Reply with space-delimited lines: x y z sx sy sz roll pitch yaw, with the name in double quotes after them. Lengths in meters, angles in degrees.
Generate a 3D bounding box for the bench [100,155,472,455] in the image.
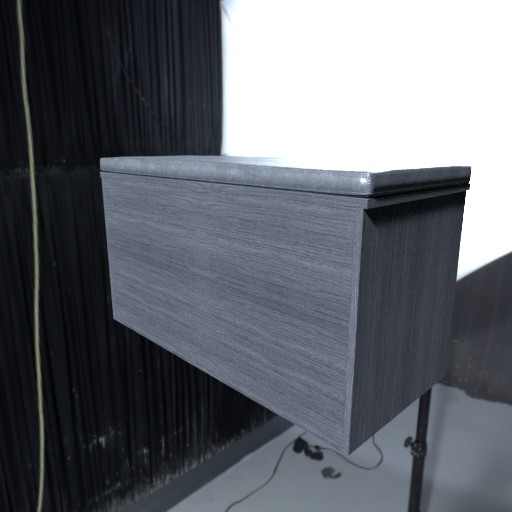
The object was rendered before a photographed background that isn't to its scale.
0.000 0.000 1.170 0.401 0.501 0.905 -13 20 -42 "bench"
